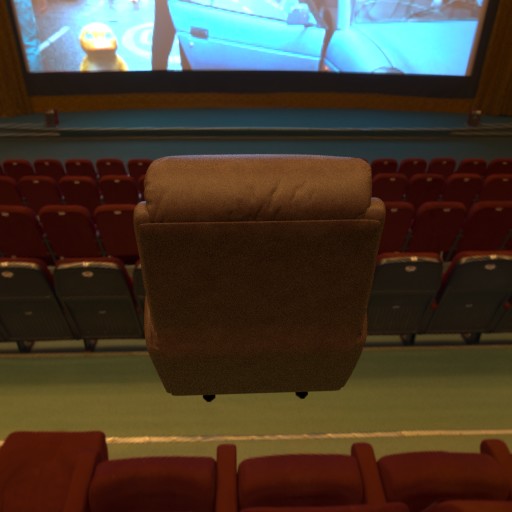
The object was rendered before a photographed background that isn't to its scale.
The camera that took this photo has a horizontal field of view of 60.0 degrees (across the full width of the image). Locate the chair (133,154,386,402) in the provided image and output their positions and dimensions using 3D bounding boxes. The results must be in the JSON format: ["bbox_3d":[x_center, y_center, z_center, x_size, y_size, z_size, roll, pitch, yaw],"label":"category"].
[{"bbox_3d":[0.000,0.000,1.812,0.865,1.067,1.067,-1,29,-2],"label":"chair"}]
